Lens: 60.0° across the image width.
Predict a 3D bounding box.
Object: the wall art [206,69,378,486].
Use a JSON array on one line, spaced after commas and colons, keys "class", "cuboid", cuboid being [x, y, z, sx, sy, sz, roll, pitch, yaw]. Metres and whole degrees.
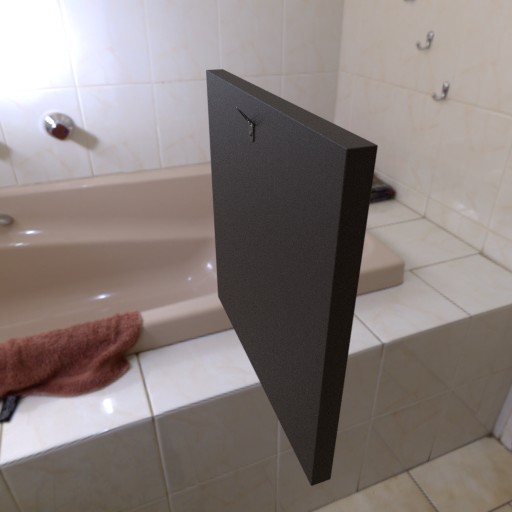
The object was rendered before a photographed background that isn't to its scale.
[{"class": "wall art", "cuboid": [0.000, 0.000, 0.504, 0.038, 0.349, 0.349, -10, 32, -17]}]
